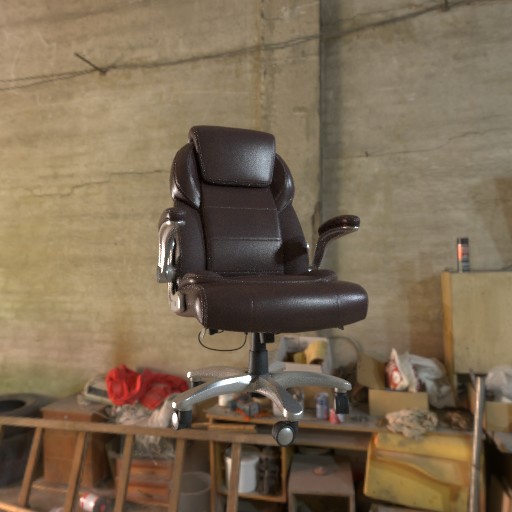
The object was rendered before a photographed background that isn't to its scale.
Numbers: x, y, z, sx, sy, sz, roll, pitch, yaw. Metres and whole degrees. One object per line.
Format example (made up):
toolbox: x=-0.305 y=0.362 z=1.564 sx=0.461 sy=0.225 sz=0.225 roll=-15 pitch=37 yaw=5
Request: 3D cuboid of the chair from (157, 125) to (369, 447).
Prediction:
chair: x=0.000 y=0.000 z=1.700 sx=0.733 sy=1.160 sz=0.774 roll=0 pitch=-1 yaw=-20
